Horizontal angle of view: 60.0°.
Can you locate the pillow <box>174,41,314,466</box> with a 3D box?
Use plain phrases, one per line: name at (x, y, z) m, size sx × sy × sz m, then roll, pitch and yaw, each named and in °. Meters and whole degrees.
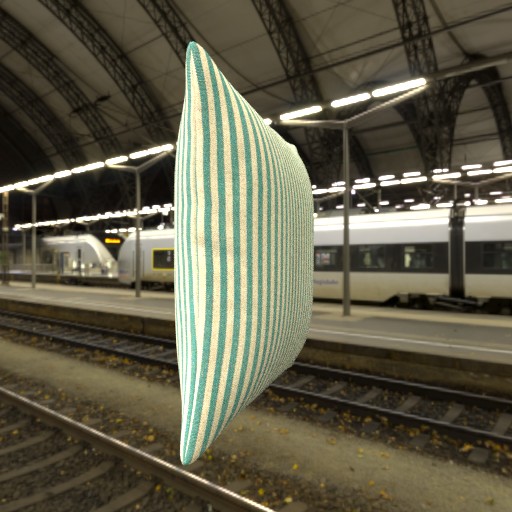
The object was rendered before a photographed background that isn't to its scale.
pillow at (0.000, 0.000, 0.776) m, size 0.166 × 0.510 × 0.523 m, roll 0°, pitch -1°, yaw 18°
